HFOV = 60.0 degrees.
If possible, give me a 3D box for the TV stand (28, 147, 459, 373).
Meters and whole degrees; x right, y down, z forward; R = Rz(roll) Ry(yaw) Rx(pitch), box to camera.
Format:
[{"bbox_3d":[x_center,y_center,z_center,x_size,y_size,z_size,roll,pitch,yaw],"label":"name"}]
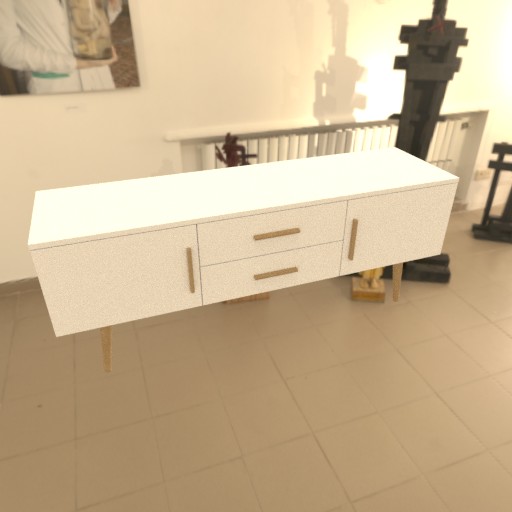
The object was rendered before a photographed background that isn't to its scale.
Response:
[{"bbox_3d":[0.000,0.000,1.649,1.398,0.560,0.401,-11,32,-17],"label":"TV stand"}]
